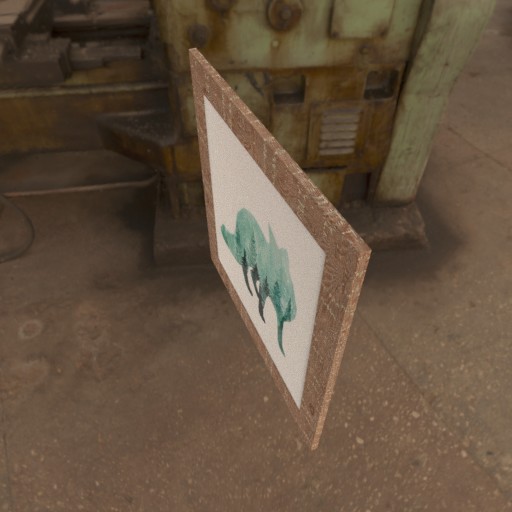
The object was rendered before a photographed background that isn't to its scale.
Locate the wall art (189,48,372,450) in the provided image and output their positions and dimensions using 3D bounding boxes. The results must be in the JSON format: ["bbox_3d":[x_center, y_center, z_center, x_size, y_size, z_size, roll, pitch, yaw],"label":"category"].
[{"bbox_3d":[0.000,0.000,0.574,0.012,0.384,0.384,-18,50,-16],"label":"wall art"}]
